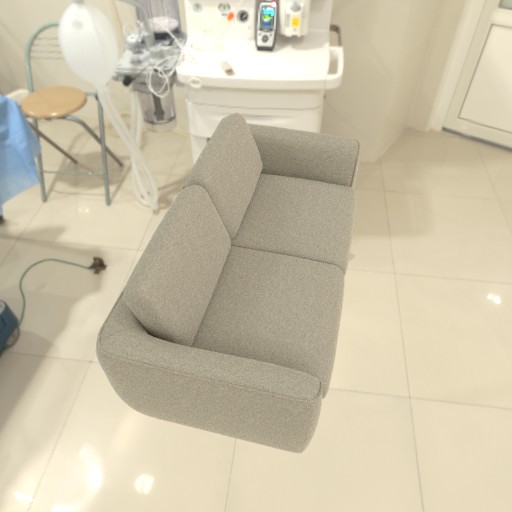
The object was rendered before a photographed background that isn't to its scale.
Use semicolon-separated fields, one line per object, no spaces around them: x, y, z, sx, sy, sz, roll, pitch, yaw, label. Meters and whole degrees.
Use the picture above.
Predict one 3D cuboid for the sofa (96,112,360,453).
0.000;0.000;2.228;0.920;0.850;1.700;10;48;10;sofa
